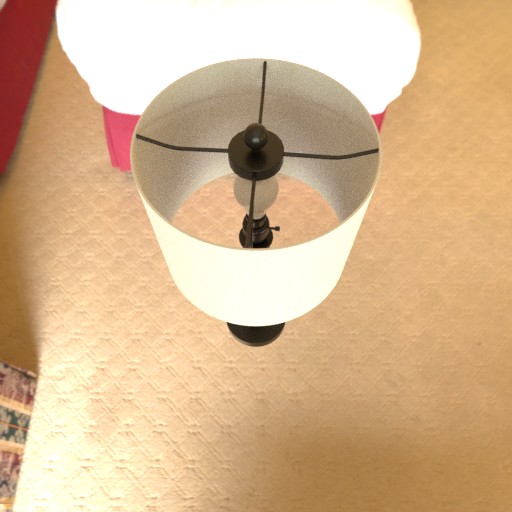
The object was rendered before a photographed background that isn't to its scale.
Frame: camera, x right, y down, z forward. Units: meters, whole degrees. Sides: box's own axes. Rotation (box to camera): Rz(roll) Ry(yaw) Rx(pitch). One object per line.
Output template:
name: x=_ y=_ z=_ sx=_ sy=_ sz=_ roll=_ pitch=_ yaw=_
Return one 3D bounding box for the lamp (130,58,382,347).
lamp: x=0.000 y=0.000 z=0.800 sx=0.305 sy=0.640 sz=0.305 roll=-34 pitch=67 yaw=-17
